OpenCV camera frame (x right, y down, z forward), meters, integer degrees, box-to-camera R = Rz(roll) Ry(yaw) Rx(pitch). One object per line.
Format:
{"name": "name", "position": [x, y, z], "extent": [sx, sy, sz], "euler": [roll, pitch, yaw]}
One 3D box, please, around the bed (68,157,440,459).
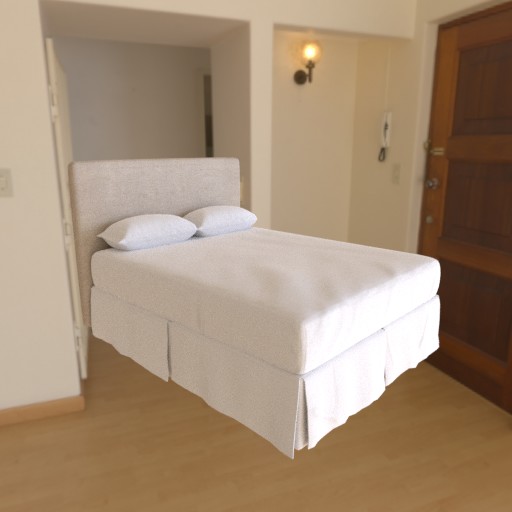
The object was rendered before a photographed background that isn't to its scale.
{"name": "bed", "position": [0.000, 0.000, 3.179], "extent": [2.162, 1.330, 1.713], "euler": [13, 19, 42]}
